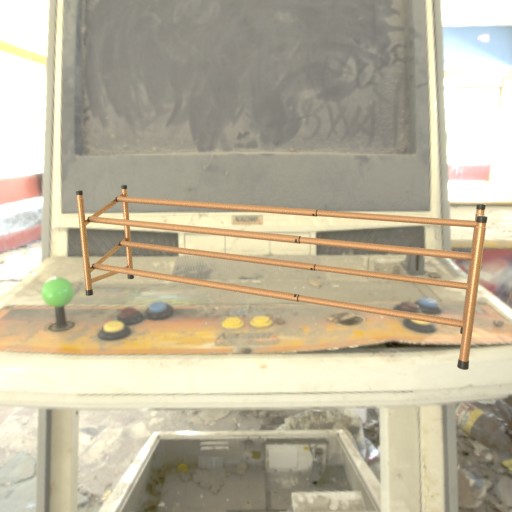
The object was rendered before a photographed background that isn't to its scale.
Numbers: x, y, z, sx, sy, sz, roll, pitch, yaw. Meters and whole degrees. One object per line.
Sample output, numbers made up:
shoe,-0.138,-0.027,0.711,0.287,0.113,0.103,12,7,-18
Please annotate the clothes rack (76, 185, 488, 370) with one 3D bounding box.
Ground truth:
clothes rack,0.000,0.000,1.296,1.168,0.349,0.229,7,16,25
